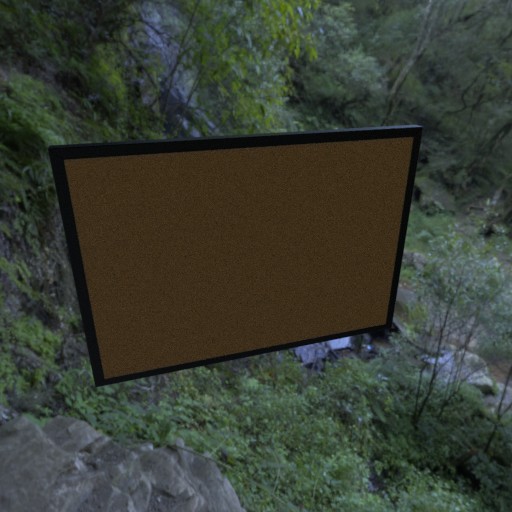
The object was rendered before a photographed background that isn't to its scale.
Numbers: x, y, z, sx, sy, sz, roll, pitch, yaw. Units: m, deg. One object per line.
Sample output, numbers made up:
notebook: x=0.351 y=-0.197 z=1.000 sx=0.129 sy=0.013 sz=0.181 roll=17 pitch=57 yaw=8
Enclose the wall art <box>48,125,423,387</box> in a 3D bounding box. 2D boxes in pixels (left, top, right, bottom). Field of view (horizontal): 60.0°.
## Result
wall art: x=0.000 y=0.000 z=0.857 sx=0.657 sy=0.458 sz=0.027 roll=-8 pitch=26 yaw=-16
